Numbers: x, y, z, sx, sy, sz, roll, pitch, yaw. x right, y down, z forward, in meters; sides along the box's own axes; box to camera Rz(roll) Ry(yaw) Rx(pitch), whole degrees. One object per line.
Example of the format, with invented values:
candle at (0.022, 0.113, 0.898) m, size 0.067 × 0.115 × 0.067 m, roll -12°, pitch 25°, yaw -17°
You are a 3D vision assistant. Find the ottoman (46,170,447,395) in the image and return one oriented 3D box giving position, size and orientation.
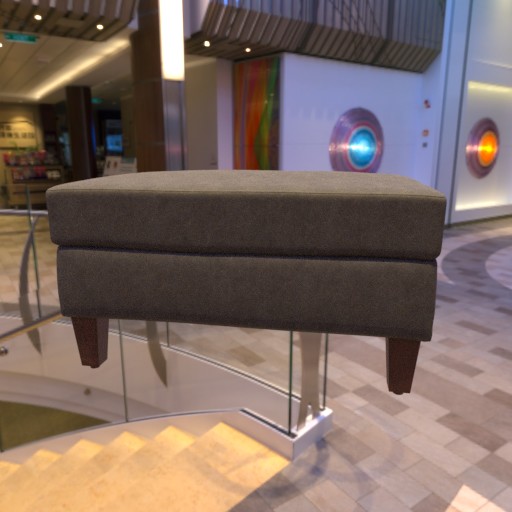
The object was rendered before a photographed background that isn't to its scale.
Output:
ottoman at (0.000, 0.000, 1.232) m, size 0.839 × 0.464 × 0.639 m, roll 2°, pitch 13°, yaw 9°
